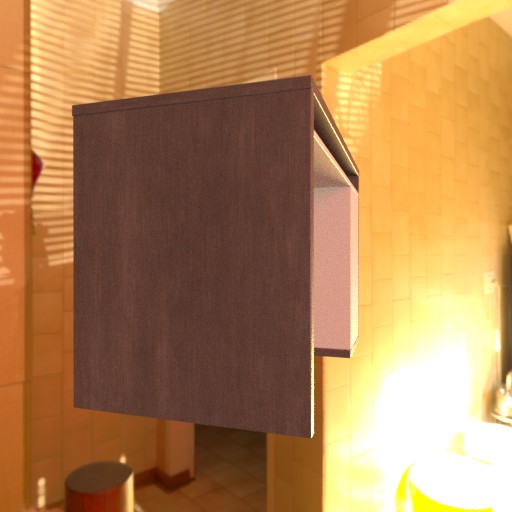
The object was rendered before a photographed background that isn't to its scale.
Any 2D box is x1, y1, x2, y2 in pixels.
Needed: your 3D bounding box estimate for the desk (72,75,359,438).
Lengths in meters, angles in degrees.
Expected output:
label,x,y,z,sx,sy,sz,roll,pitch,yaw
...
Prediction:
label,x,y,z,sx,sy,sz,roll,pitch,yaw
desk,0.000,0.000,1.527,0.600,0.750,1.100,0,0,18
